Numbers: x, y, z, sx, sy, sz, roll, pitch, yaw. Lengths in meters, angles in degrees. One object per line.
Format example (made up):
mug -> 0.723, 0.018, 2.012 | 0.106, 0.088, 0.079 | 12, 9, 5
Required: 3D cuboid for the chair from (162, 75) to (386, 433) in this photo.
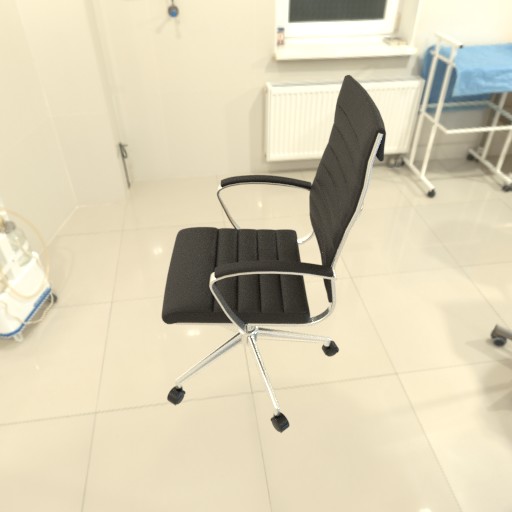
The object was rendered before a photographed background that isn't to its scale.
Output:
chair -> 0.000, 0.000, 1.625 | 0.739, 1.149, 0.766 | -1, 39, -1
